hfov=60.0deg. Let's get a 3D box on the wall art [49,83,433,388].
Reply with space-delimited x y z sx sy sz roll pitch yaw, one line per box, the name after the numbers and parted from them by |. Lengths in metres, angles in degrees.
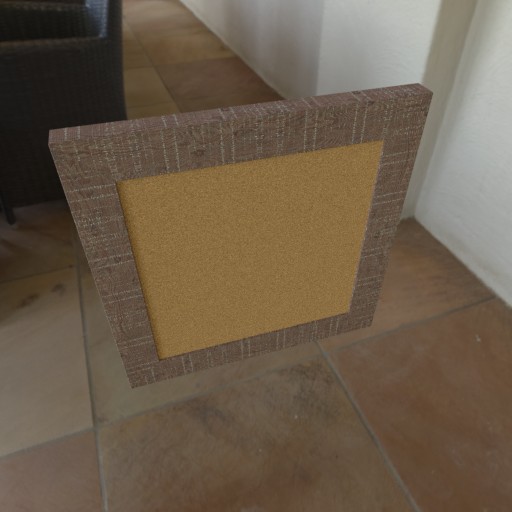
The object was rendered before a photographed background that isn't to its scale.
0.000 0.000 0.778 0.531 0.531 0.040 -12 43 -13 | wall art
